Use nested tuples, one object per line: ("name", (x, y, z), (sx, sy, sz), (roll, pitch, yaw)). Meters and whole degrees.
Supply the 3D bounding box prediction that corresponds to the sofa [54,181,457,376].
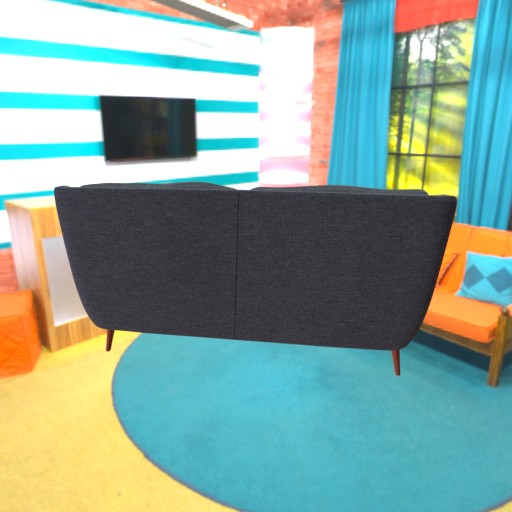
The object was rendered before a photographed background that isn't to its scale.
("sofa", (0.000, 0.000, 2.487), (1.929, 0.896, 0.975), (3, 17, 9))
